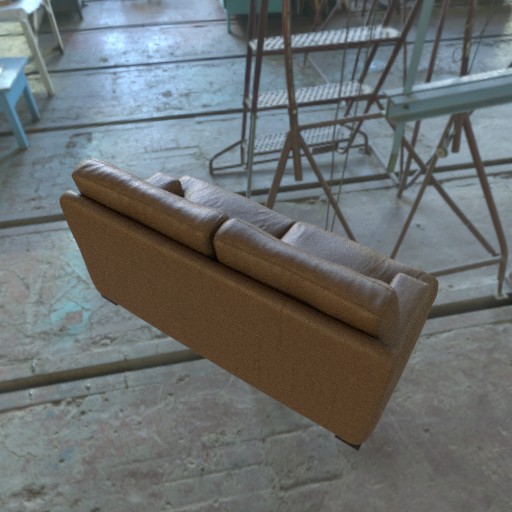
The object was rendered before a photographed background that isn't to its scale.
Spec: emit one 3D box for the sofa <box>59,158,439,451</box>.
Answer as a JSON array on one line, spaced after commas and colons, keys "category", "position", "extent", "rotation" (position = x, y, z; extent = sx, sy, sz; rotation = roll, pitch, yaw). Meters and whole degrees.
[{"category": "sofa", "position": [0.000, 0.000, 2.441], "extent": [1.855, 0.980, 0.962], "rotation": [25, 50, 23]}]
